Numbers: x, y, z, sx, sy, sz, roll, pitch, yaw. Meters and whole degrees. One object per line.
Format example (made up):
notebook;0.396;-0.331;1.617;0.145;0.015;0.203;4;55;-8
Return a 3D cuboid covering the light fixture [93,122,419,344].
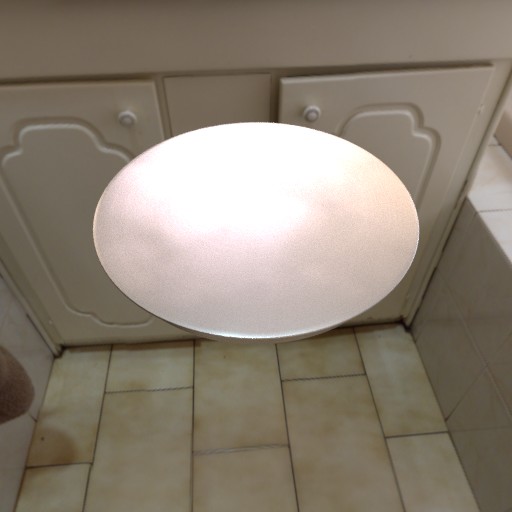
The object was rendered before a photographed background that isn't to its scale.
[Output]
light fixture;0.000;0.000;0.439;0.280;0.135;0.280;0;46;0
